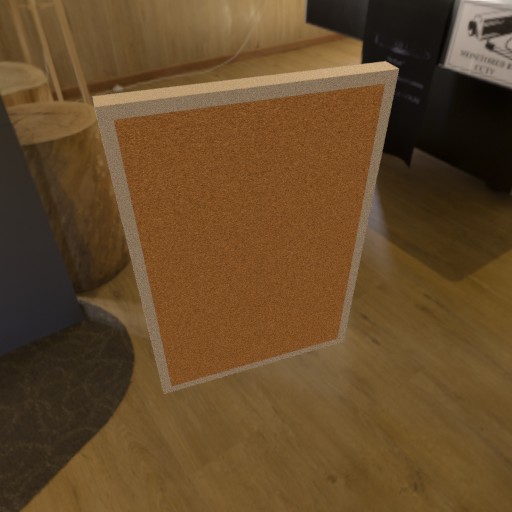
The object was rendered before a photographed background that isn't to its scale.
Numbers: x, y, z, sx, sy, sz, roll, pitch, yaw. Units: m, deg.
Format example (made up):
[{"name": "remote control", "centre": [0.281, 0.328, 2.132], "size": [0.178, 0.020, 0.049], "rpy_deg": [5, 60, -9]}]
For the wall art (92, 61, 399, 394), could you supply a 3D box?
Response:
[{"name": "wall art", "centre": [0.000, 0.000, 0.849], "size": [0.450, 0.657, 0.038], "rpy_deg": [-13, 42, -14]}]
